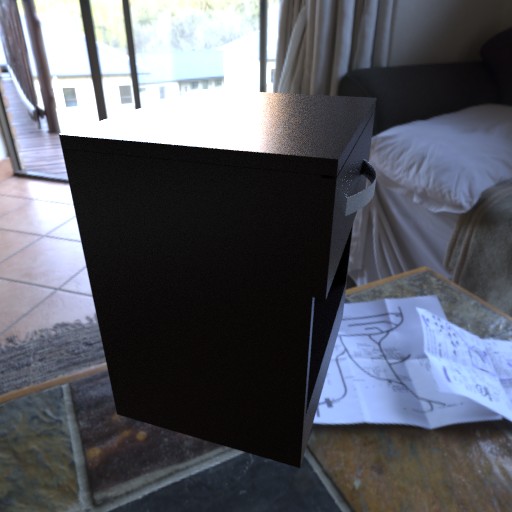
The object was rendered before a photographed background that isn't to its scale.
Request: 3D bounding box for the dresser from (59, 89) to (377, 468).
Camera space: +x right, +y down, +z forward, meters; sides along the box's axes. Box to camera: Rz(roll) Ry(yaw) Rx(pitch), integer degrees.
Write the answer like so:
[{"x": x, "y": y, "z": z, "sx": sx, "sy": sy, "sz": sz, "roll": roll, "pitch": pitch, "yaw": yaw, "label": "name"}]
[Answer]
[{"x": 0.000, "y": 0.000, "z": 0.754, "sx": 0.360, "sy": 0.470, "sz": 0.400, "roll": 9, "pitch": 30, "yaw": 16, "label": "dresser"}]
